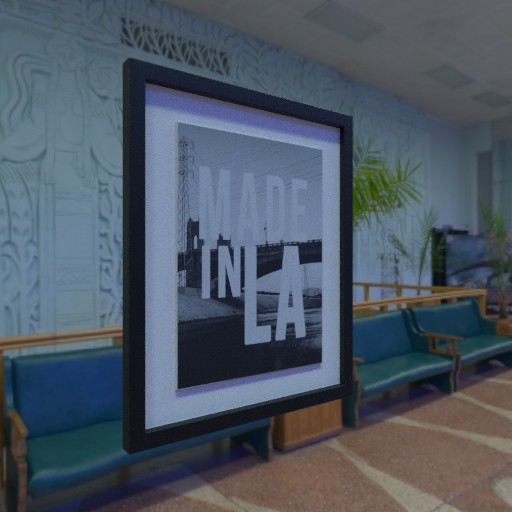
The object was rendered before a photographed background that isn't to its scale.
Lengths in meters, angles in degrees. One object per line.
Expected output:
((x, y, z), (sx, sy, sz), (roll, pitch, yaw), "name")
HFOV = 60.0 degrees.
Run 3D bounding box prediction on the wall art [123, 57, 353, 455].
((0.000, 0.000, 0.765), (0.457, 0.559, 0.028), (0, 0, -35), "wall art")
